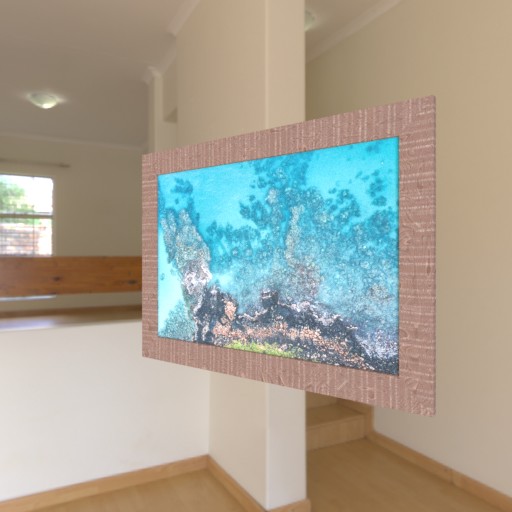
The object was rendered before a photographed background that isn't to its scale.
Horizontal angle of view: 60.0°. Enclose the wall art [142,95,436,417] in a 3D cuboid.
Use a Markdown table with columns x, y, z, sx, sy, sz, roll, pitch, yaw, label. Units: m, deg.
| x | y | z | sx | sy | sz | roll | pitch | yaw | label |
| --- | --- | --- | --- | --- | --- | --- | --- | --- | --- |
| 0.000 | 0.000 | 1.365 | 1.056 | 0.761 | 0.020 | 0 | 0 | 37 | wall art |
